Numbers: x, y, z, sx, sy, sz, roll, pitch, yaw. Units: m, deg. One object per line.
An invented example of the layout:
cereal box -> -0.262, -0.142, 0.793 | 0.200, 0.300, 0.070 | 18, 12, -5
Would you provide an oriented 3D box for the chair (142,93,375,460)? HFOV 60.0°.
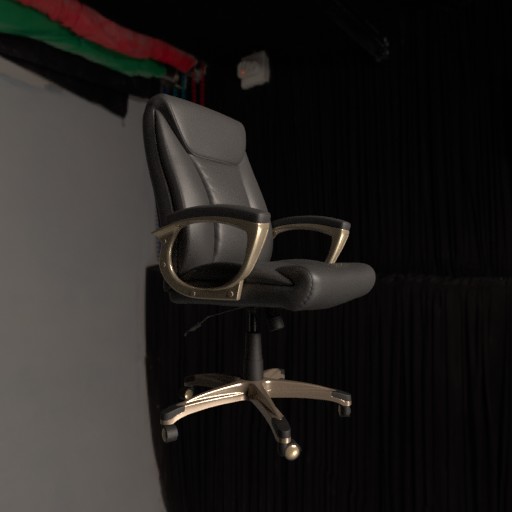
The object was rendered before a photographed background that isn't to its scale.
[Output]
chair -> 0.000, 0.000, 1.614 | 0.748, 1.188, 0.694 | 1, 1, 36
